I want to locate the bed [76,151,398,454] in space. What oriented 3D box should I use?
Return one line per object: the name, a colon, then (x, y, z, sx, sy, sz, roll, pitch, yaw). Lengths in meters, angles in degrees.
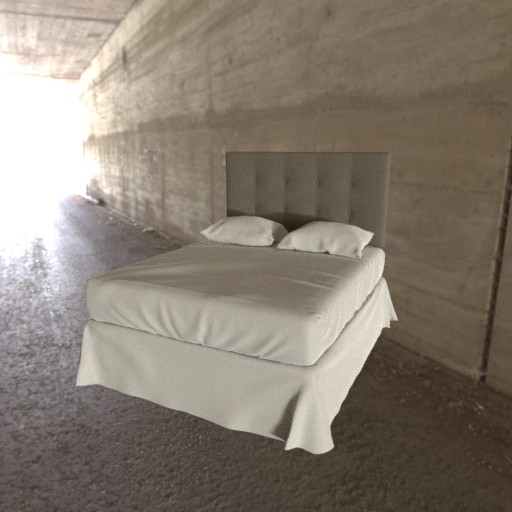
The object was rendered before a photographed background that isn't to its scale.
bed: (0.000, 0.000, 3.485, 1.936, 1.577, 2.222, 7, 15, 26)
